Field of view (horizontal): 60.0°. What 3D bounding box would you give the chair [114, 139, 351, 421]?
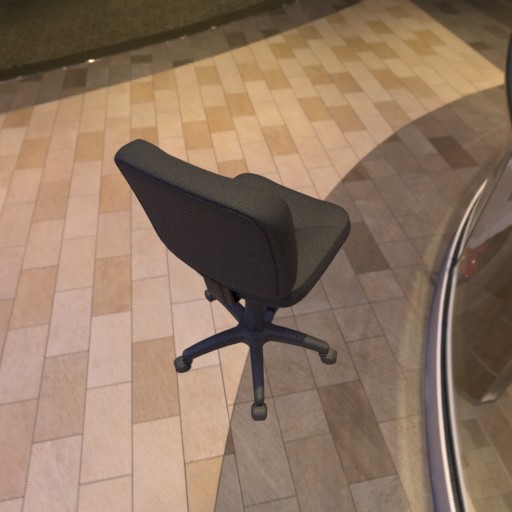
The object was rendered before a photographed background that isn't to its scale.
[{"bbox_3d":[0.000,0.000,1.373,0.610,0.972,0.610,25,51,22],"label":"chair"}]
